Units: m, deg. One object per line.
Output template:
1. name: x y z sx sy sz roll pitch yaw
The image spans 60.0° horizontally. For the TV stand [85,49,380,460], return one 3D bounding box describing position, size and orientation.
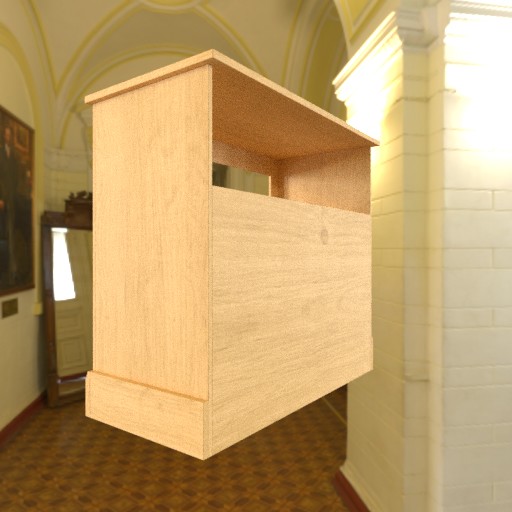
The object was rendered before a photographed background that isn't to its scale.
1. TV stand: 0.000 0.000 1.309 0.430 0.787 0.851 0 0 37
